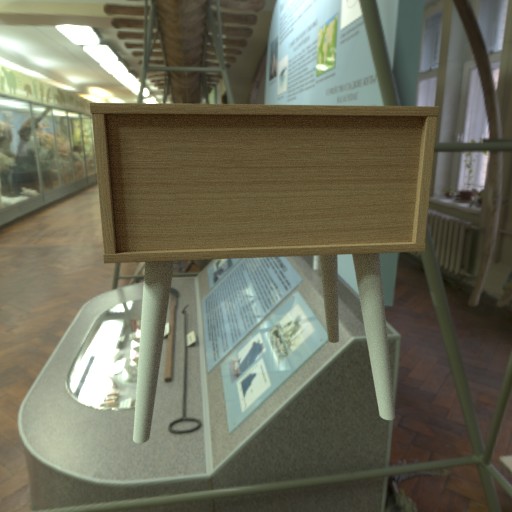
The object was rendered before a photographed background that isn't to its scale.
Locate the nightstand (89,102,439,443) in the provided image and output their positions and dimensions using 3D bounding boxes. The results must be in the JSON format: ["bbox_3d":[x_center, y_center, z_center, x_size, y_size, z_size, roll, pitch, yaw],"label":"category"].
[{"bbox_3d":[0.000,0.000,0.986,0.571,0.610,0.407,-2,15,-8],"label":"nightstand"}]
